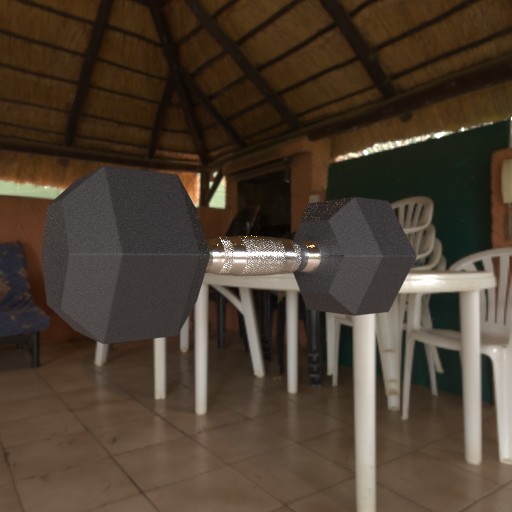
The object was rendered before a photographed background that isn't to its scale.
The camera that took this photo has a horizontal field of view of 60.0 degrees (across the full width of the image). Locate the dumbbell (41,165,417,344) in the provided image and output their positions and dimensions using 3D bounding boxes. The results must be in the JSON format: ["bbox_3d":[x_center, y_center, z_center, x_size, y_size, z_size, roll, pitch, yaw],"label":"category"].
[{"bbox_3d":[0.000,0.000,0.349,0.297,0.101,0.116,0,-1,-37],"label":"dumbbell"}]
